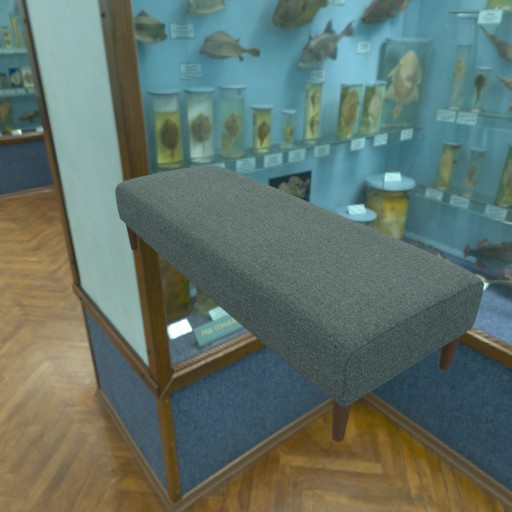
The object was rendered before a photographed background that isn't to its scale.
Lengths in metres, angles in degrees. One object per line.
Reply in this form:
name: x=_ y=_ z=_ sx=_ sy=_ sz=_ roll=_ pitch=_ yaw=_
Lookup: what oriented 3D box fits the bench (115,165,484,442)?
bench: x=0.000 y=0.000 z=1.841 sx=0.631 sy=0.384 sz=1.598 roll=-18 pitch=32 yaw=-31
